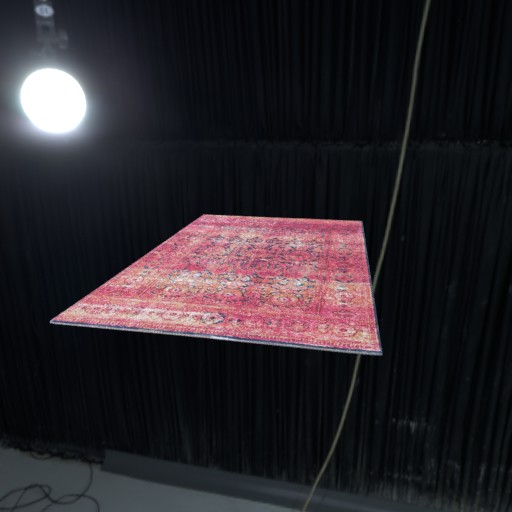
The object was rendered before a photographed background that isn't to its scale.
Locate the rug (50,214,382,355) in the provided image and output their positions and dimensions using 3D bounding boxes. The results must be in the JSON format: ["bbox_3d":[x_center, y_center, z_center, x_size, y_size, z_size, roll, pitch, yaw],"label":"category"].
[{"bbox_3d":[0.000,0.000,3.111,1.539,0.018,2.449,3,18,10],"label":"rug"}]
